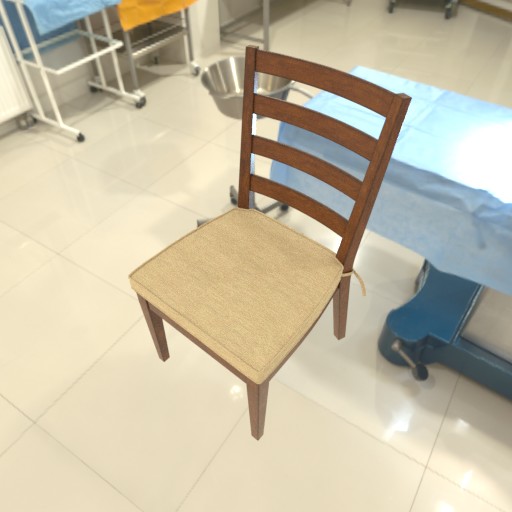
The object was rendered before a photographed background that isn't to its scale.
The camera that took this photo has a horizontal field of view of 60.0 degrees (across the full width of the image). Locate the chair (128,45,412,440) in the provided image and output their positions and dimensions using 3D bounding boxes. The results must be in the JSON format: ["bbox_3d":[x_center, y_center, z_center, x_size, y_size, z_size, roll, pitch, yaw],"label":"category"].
[{"bbox_3d":[0.000,0.000,1.355,0.593,0.979,0.595,31,53,27],"label":"chair"}]
